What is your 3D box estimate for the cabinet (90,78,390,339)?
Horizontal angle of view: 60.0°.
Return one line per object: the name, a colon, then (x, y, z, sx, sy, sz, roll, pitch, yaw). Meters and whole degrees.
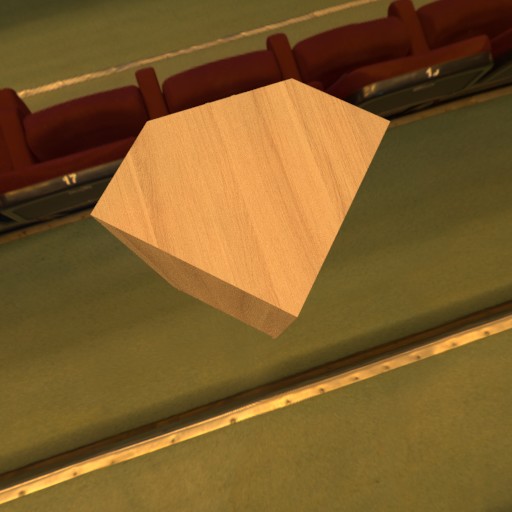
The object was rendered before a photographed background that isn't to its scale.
cabinet: (0.000, 0.000, 2.708, 1.272, 1.957, 0.969, -18, 78, -4)
